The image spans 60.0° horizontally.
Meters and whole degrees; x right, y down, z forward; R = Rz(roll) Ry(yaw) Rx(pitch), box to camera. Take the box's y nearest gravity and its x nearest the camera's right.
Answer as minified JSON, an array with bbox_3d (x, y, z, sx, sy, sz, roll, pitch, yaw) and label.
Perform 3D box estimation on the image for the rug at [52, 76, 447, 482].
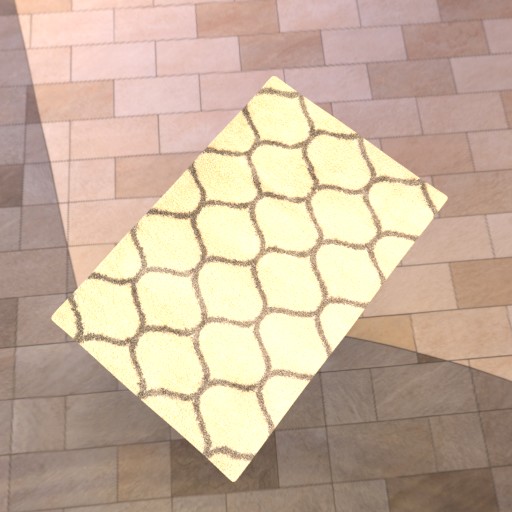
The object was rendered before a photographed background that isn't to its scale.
[{"bbox_3d":[0.000,0.000,3.450,1.801,0.026,2.701,38,79,9],"label":"rug"}]
